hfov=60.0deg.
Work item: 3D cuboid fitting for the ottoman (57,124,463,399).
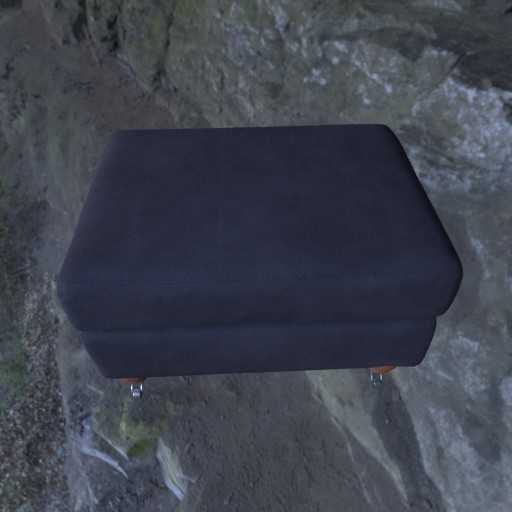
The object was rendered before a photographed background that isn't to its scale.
[{"bbox_3d":[0.000,0.000,1.128,0.773,0.497,0.574,-2,46,-2],"label":"ottoman"}]
